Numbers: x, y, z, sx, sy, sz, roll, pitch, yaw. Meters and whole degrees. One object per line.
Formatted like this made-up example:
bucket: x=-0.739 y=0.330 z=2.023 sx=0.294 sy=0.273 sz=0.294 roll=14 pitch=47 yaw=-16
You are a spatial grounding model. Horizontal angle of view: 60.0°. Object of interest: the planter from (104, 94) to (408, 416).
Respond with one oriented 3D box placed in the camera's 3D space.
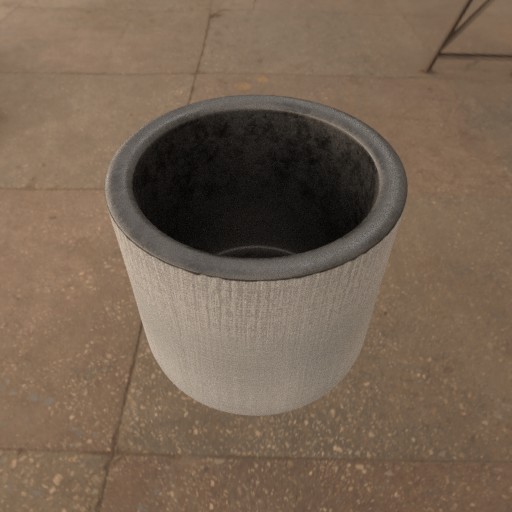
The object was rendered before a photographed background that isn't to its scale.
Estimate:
planter: x=0.000 y=0.000 z=0.224 sx=0.125 sy=0.112 sz=0.125 roll=0 pitch=47 yaw=0
